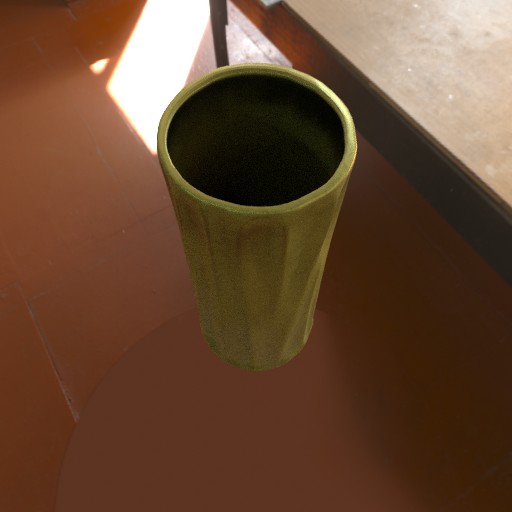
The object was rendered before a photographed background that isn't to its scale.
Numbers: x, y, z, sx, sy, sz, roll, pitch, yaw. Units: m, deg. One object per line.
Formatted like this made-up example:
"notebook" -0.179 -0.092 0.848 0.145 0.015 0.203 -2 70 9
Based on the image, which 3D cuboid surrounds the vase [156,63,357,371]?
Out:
"vase" 0.000 0.000 0.178 0.061 0.143 0.061 0 63 0
